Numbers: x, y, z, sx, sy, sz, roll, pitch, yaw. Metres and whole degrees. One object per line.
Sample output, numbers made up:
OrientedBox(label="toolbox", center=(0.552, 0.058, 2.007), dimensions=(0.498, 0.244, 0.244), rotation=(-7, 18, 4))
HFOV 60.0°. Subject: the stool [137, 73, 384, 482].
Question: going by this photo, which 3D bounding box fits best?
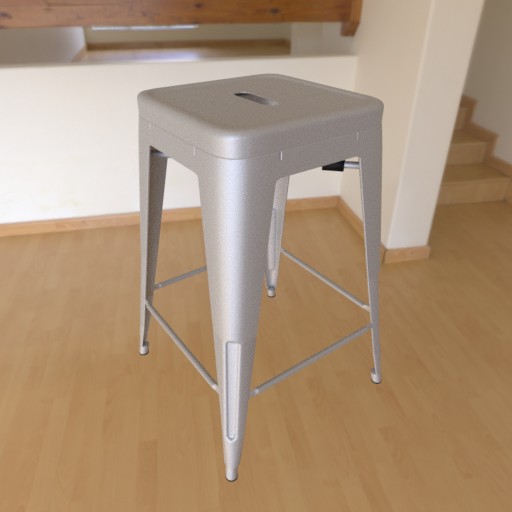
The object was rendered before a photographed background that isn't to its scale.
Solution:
OrientedBox(label="stool", center=(0.000, 0.000, 0.872), dimensions=(0.410, 0.608, 0.410), rotation=(-21, 38, -30))
